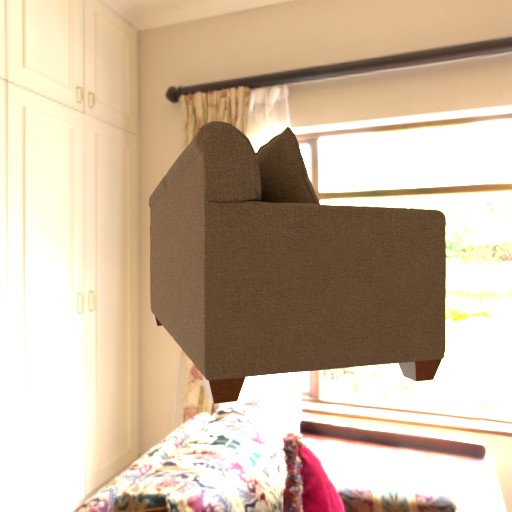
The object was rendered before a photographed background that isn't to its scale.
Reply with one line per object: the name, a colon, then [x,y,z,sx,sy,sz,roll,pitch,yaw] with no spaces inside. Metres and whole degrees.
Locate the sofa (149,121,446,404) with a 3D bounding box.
sofa: [0.000,0.000,2.416,1.000,0.958,1.846,0,0,-19]
